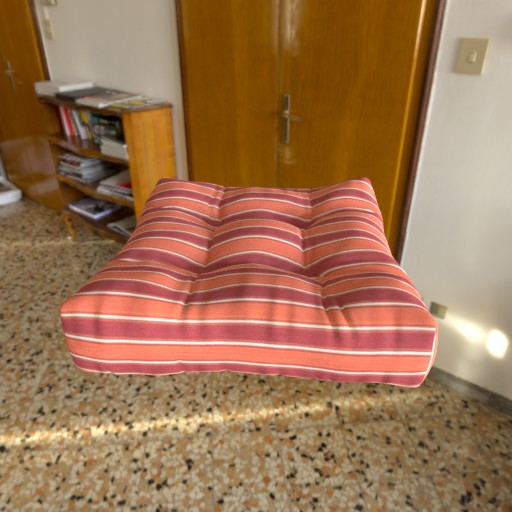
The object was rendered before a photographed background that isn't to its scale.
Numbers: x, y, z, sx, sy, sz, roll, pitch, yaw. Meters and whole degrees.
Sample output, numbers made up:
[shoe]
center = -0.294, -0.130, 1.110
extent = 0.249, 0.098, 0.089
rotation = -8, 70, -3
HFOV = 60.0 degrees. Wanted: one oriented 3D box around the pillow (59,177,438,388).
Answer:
[pillow]
center = 0.000, 0.000, 0.736
extent = 0.468, 0.133, 0.490
rotation = 2, 29, 3
